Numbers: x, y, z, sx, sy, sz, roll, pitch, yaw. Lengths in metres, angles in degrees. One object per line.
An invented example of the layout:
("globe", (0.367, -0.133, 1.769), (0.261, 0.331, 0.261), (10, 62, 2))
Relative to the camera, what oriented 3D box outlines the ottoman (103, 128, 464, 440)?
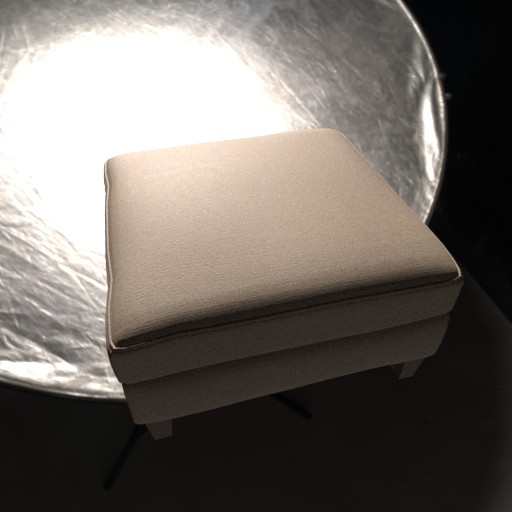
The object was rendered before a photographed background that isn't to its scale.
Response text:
("ottoman", (0.000, 0.000, 1.364), (0.838, 0.481, 0.838), (-10, 43, -11))
